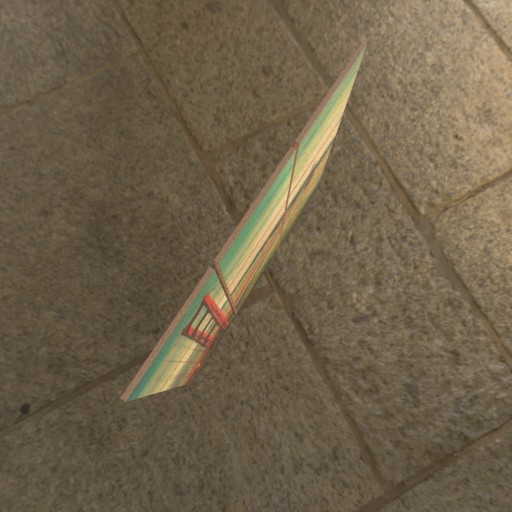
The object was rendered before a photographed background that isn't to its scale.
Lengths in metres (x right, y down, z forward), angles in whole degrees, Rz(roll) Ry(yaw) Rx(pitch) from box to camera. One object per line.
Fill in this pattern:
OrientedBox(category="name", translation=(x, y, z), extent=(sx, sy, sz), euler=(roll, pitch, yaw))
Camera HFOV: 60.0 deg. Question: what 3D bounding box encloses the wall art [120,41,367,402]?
OrientedBox(category="wall art", translation=(0.000, 0.000, 1.796), extent=(0.016, 1.207, 1.217), euler=(32, 78, 7))
